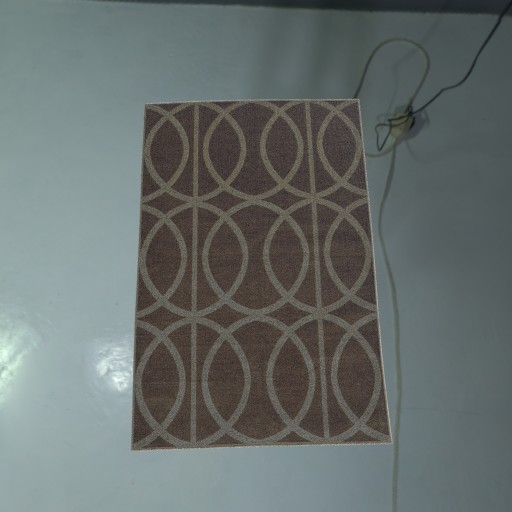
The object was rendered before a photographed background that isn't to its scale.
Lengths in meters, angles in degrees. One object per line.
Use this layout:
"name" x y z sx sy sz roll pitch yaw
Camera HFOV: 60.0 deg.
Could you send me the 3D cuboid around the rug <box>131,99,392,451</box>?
"rug" 0.000 0.000 2.853 1.526 0.014 2.290 -2 75 0
